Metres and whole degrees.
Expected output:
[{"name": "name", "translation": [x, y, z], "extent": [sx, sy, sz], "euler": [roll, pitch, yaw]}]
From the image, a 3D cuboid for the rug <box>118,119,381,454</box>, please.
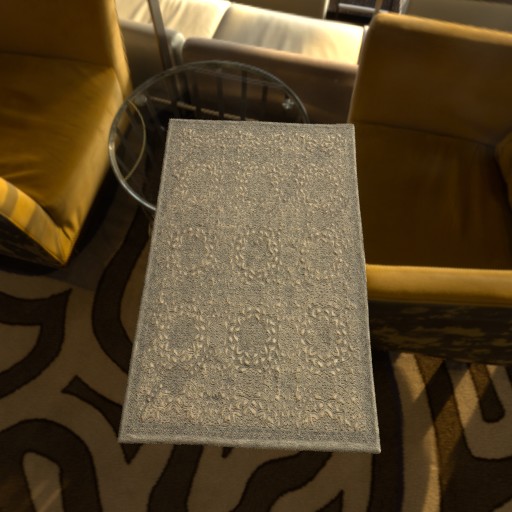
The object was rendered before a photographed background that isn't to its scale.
[{"name": "rug", "translation": [0.000, 0.000, 3.128], "extent": [1.535, 0.022, 2.498], "euler": [2, 64, 1]}]
